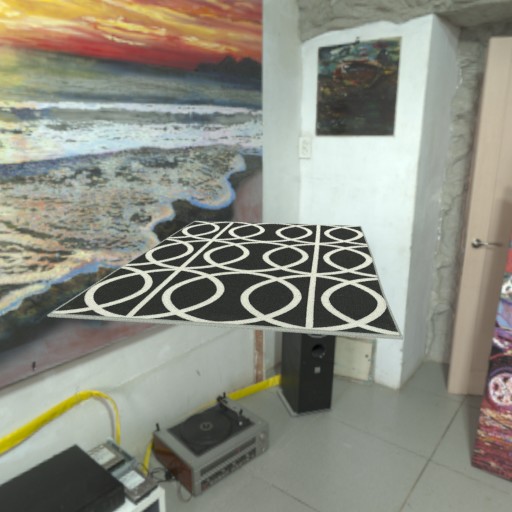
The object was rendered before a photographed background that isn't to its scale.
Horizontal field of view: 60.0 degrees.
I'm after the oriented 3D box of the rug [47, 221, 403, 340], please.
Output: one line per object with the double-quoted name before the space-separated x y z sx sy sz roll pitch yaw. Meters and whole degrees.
"rug" 0.000 0.000 2.931 1.526 0.014 2.290 2 15 8
